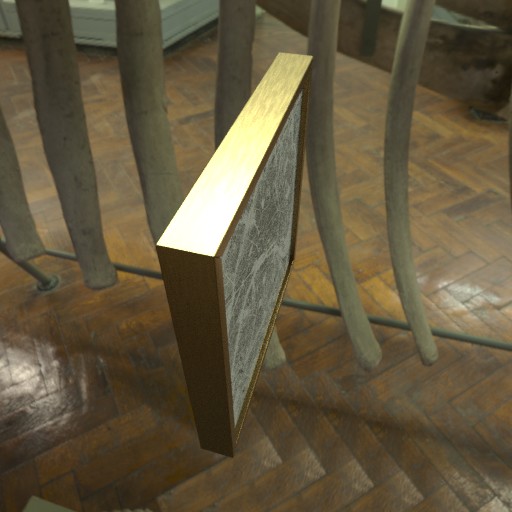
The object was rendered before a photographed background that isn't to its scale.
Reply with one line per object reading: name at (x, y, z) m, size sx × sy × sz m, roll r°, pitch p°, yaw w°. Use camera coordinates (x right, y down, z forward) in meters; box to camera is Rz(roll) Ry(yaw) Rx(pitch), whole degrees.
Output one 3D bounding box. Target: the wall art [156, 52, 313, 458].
wall art at (0.000, 0.000, 0.469) m, size 0.037 × 0.305 × 0.305 m, roll 11°, pitch 46°, yaw 11°
